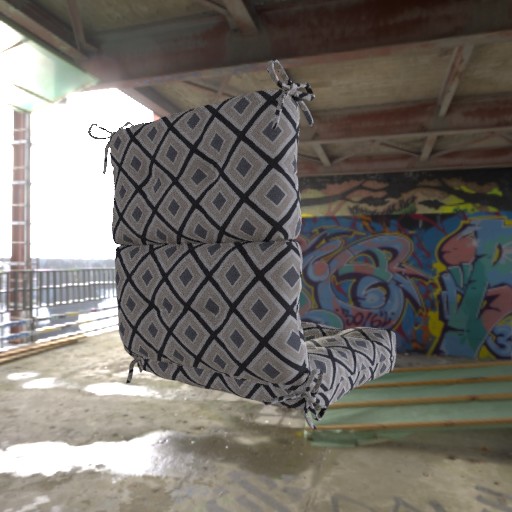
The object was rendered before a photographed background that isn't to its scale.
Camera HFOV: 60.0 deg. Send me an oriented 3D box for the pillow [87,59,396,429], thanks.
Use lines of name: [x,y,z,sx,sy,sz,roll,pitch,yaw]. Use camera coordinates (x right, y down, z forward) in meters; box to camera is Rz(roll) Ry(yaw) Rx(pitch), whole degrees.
pillow: [0.000,0.000,1.030,0.519,0.605,0.571,0,0,36]
